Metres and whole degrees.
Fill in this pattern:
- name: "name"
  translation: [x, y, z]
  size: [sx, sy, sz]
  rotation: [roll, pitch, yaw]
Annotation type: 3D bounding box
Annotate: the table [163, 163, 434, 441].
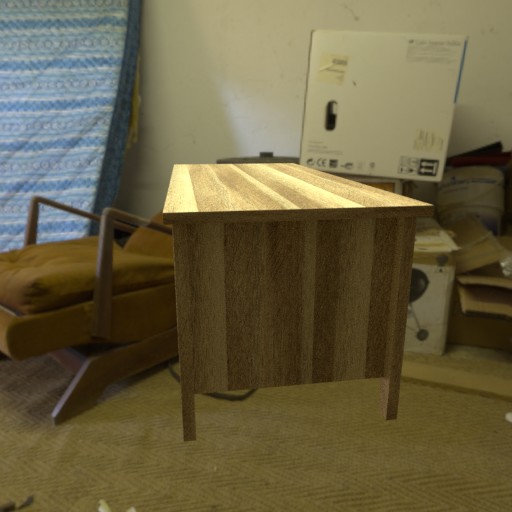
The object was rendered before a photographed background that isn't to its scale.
- name: "table"
  translation: [0.000, 0.000, 1.367]
  size: [0.493, 0.480, 1.095]
  rotation: [-2, 16, -9]
